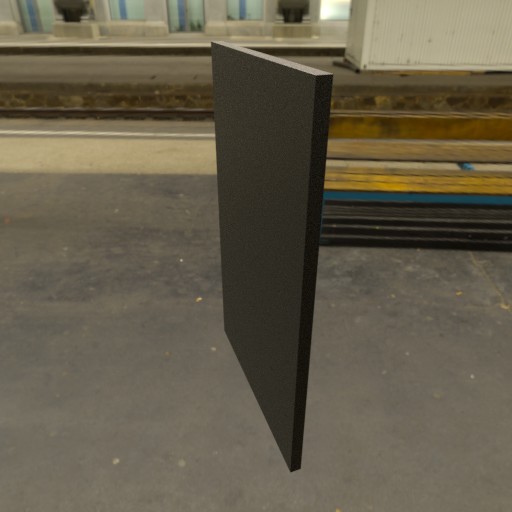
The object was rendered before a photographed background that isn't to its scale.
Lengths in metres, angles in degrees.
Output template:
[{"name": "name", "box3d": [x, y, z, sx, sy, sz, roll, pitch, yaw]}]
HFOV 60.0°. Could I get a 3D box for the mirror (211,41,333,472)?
[{"name": "mirror", "box3d": [0.000, 0.000, 1.459, 0.038, 1.219, 0.762, -10, 32, -17]}]
